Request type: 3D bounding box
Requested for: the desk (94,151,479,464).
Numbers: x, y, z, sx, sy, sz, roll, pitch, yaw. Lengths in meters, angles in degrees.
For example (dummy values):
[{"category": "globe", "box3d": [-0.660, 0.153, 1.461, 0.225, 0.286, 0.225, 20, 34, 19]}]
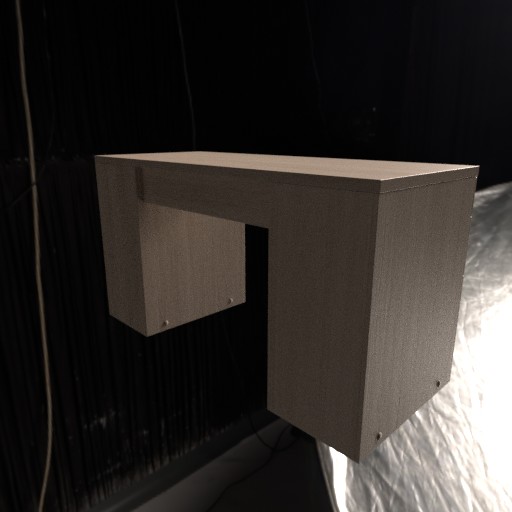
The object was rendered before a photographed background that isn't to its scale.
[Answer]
[{"category": "desk", "box3d": [0.000, 0.000, 1.740, 0.600, 0.740, 1.390, -15, 22, -42]}]
